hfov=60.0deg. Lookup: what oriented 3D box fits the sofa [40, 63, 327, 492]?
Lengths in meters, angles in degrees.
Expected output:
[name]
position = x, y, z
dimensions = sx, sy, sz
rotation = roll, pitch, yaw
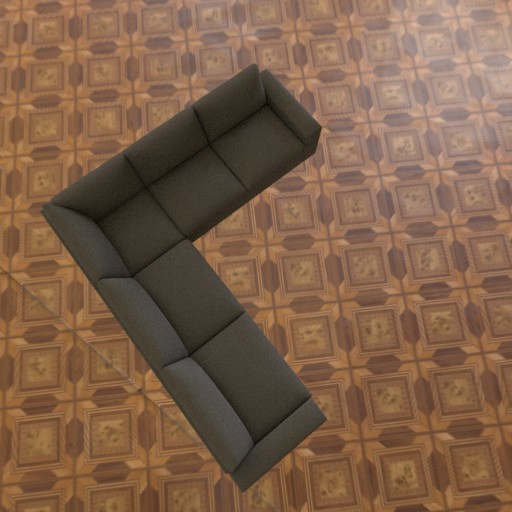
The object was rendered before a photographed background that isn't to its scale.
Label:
[sofa]
position = 0.000, 0.000, 4.557
dimensions = 2.895, 0.965, 3.277
rotation = -37, 78, -10
